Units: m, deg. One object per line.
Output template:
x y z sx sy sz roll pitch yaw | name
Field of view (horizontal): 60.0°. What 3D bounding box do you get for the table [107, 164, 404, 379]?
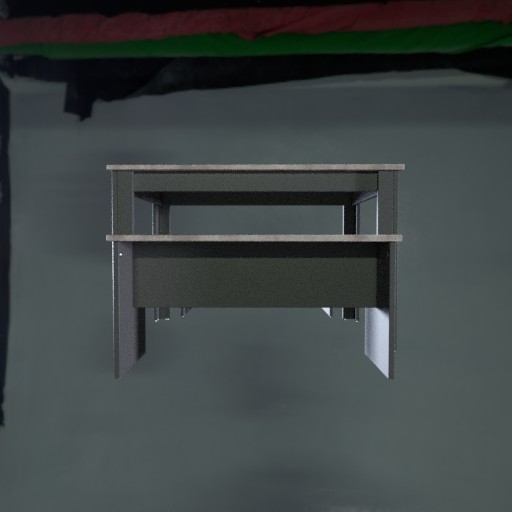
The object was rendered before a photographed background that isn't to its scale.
0.000 0.000 2.018 1.100 0.700 1.443 0 2 0 | table
